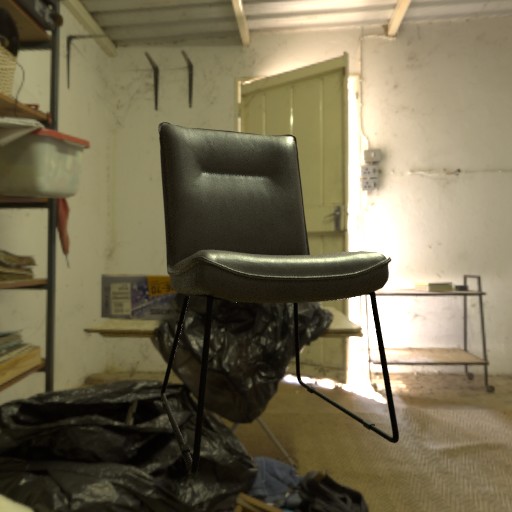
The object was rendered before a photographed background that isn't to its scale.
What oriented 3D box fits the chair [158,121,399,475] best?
[{"bbox_3d":[0.000,0.000,1.320,0.515,0.932,0.688,0,-1,-19],"label":"chair"}]
